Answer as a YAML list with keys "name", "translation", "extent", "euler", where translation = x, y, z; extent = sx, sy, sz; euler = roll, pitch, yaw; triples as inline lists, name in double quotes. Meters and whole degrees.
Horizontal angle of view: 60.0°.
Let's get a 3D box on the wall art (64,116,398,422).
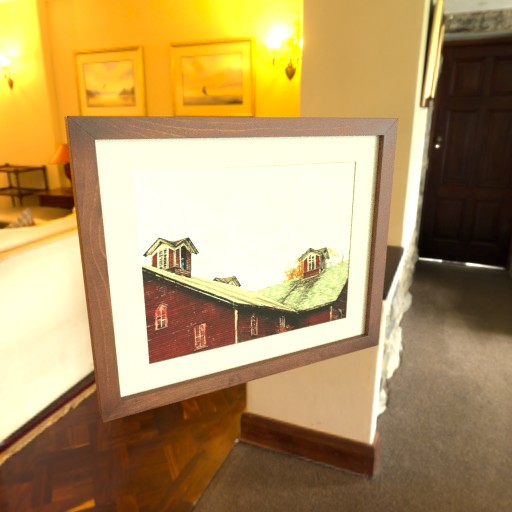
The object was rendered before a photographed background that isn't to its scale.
- name: "wall art"
  translation: [0.000, 0.000, 0.550]
  extent: [0.401, 0.328, 0.030]
  euler: [-8, 19, -26]
